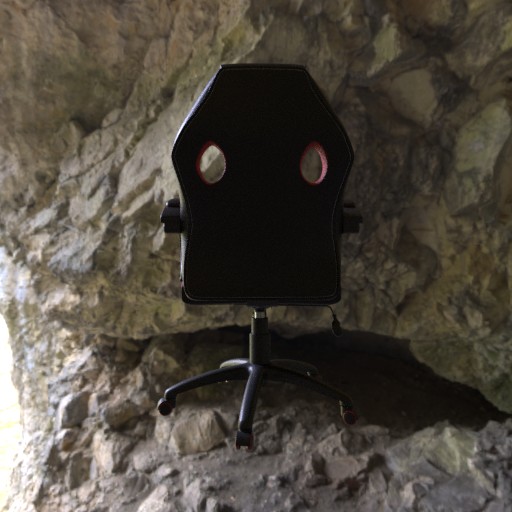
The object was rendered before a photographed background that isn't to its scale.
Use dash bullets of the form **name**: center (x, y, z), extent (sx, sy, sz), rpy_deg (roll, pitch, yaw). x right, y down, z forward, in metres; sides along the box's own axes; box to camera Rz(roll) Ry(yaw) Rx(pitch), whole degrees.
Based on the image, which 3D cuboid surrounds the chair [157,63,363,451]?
- **chair**: center (0.000, 0.000, 1.716), extent (0.750, 1.189, 0.783), rpy_deg (0, 1, -1)
